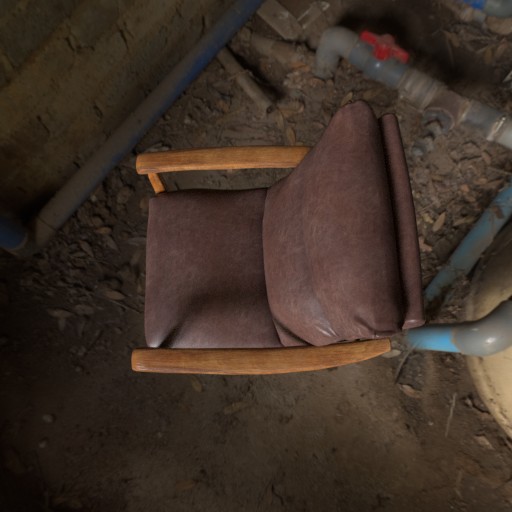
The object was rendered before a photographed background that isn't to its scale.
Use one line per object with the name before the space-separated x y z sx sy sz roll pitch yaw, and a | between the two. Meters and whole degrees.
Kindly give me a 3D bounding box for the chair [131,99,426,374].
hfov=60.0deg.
chair | 0.000 0.000 1.516 0.830 0.897 0.782 -3 76 -1
